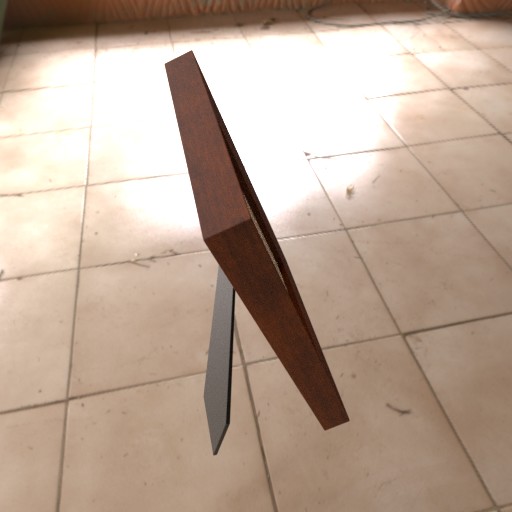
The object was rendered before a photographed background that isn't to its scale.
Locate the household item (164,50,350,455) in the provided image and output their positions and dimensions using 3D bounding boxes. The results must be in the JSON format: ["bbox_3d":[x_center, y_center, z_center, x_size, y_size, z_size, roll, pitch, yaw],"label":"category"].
[{"bbox_3d":[0.000,0.000,0.287,0.096,0.204,0.160,-10,46,-9],"label":"household item"}]
